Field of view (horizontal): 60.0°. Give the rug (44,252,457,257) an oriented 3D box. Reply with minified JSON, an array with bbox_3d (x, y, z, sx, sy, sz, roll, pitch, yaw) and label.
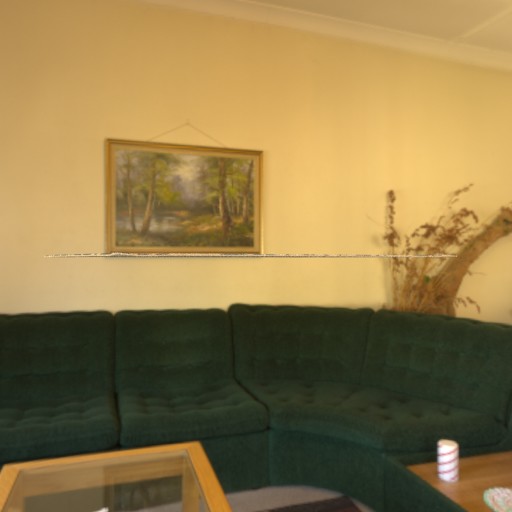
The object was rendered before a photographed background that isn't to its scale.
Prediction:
[{"bbox_3d":[0.000,0.000,2.141,1.698,0.013,1.072,0,0,-35],"label":"rug"}]
